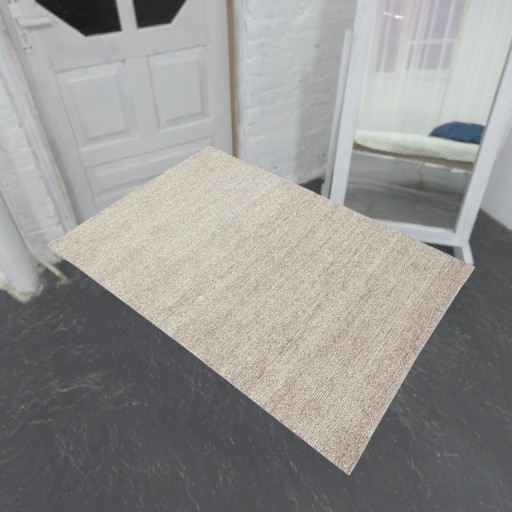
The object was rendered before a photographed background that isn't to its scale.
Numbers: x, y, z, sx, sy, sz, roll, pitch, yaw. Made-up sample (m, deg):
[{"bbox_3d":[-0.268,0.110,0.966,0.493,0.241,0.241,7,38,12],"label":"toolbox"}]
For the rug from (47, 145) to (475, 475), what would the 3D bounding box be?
[{"bbox_3d":[0.000,0.000,2.911,2.342,0.030,1.609,30,52,26],"label":"rug"}]
